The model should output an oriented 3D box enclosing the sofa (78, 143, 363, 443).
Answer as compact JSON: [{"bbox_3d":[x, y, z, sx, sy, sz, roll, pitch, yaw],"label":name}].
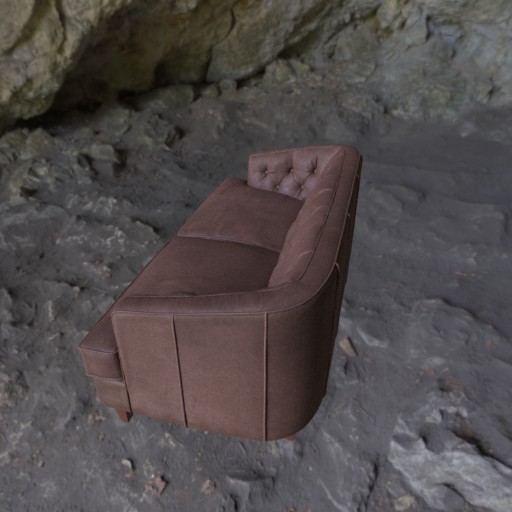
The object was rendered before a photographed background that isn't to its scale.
[{"bbox_3d":[0.000,0.000,2.244,0.917,0.799,1.767,8,32,13],"label":"sofa"}]
